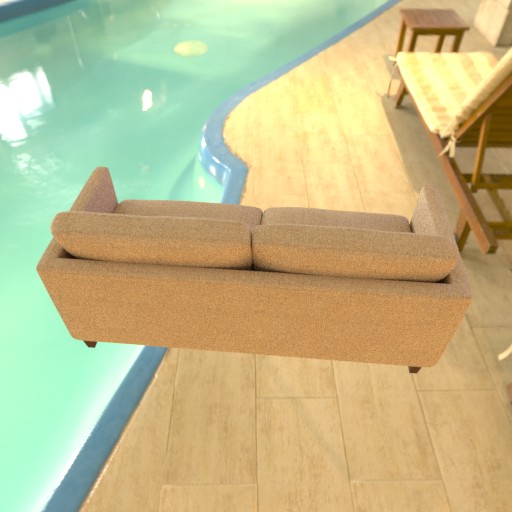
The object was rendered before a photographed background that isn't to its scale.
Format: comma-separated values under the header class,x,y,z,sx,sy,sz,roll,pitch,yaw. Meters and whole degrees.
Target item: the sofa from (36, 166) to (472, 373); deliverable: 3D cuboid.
class,x,y,z,sx,sy,sz,roll,pitch,yaw
sofa,0.000,0.000,2.702,2.208,0.965,0.951,4,46,4
